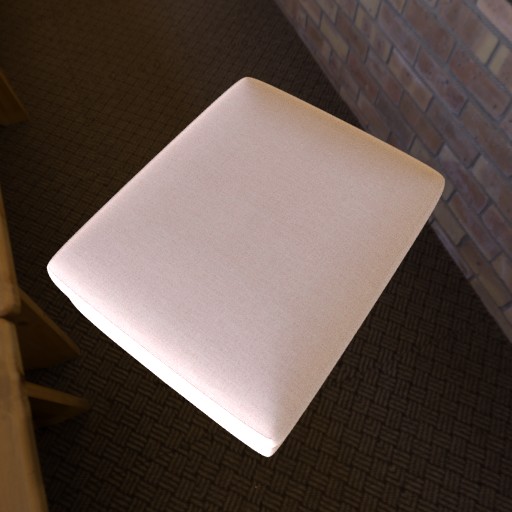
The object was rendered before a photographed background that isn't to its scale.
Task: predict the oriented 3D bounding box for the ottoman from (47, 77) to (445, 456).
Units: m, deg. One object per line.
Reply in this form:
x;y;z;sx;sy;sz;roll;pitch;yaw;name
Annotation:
0.000;0.000;1.205;0.657;0.453;0.794;33;67;16;ottoman
